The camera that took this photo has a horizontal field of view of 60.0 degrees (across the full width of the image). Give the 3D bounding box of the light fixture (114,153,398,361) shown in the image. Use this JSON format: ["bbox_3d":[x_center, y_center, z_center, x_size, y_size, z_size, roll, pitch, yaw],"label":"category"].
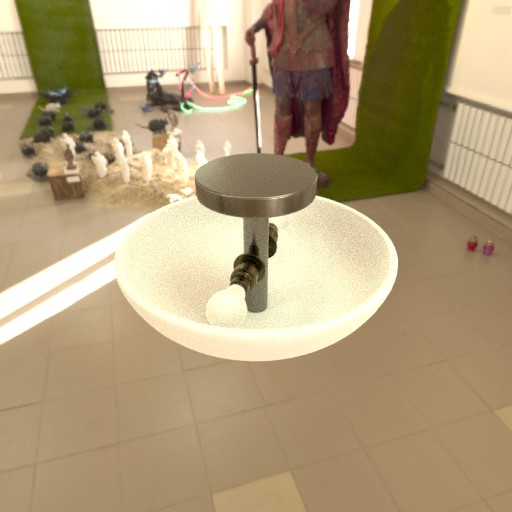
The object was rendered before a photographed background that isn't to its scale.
[{"bbox_3d":[0.000,0.000,0.542,0.330,0.214,0.330,0,32,0],"label":"light fixture"}]
